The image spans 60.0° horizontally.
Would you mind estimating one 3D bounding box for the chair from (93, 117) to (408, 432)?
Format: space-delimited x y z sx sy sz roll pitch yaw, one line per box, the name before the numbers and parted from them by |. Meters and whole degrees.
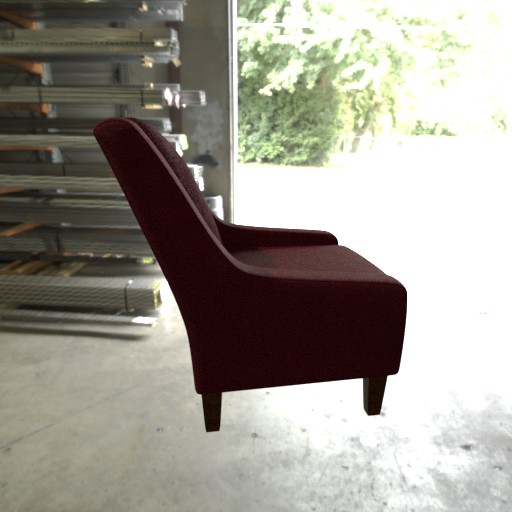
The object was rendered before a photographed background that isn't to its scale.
chair | 0.000 0.000 1.718 0.985 1.017 0.793 -2 16 -8
